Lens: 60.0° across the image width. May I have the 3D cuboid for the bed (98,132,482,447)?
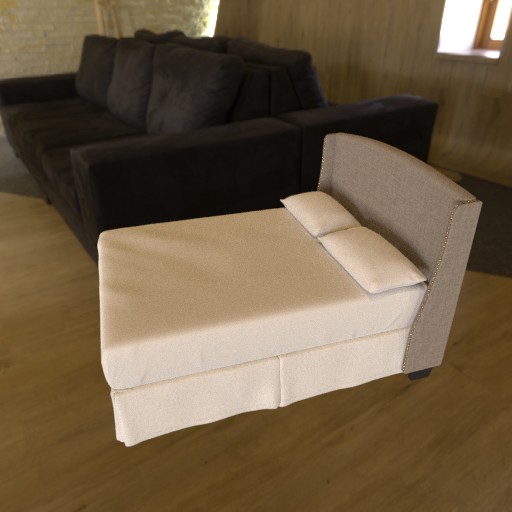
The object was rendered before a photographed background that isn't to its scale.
[{"bbox_3d":[0.000,0.000,3.243,2.237,1.407,1.710,-9,30,-15],"label":"bed"}]
